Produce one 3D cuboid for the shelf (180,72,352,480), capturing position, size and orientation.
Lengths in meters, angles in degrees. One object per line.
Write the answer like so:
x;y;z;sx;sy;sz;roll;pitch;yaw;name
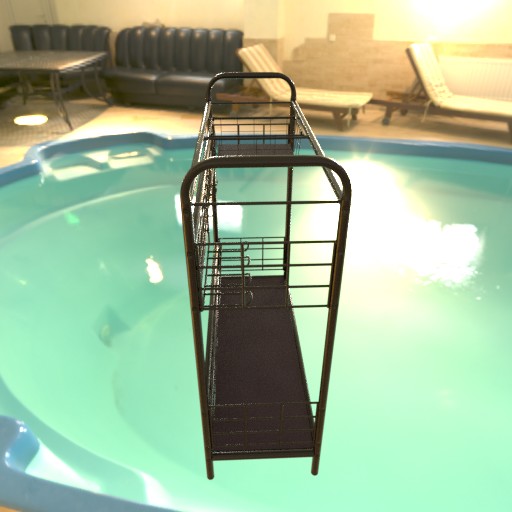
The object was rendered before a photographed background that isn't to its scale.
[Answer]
0.000;0.000;1.514;0.350;1.026;0.961;-1;32;-2;shelf
